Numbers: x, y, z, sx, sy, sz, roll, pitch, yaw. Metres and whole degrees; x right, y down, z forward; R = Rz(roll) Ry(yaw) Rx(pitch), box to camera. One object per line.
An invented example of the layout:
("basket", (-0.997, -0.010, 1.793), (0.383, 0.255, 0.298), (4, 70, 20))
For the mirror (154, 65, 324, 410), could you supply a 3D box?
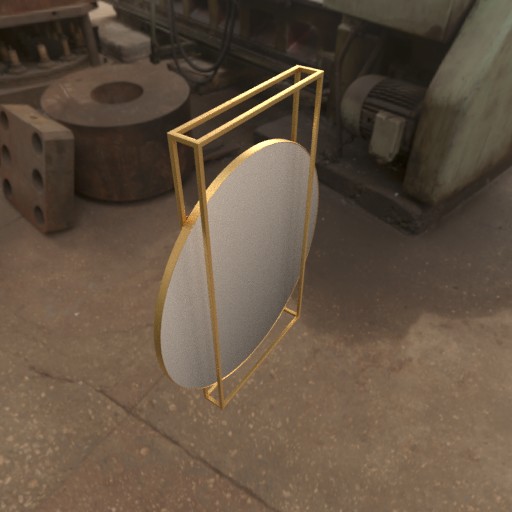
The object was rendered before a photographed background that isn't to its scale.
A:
("mirror", (0.000, 0.000, 0.836), (0.051, 0.603, 0.508), (25, 47, 26))
